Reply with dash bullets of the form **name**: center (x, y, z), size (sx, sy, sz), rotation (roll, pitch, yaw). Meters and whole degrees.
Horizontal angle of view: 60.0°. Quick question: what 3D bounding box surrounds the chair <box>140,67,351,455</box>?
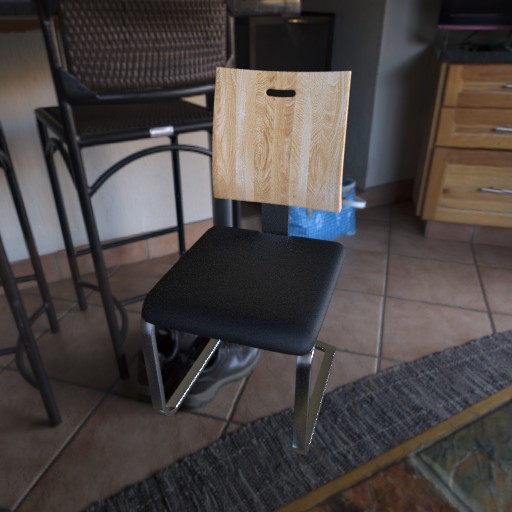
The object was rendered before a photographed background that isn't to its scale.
- **chair**: center (0.000, 0.000, 1.242), size (0.462, 0.936, 0.560), rotation (9, 29, 17)
